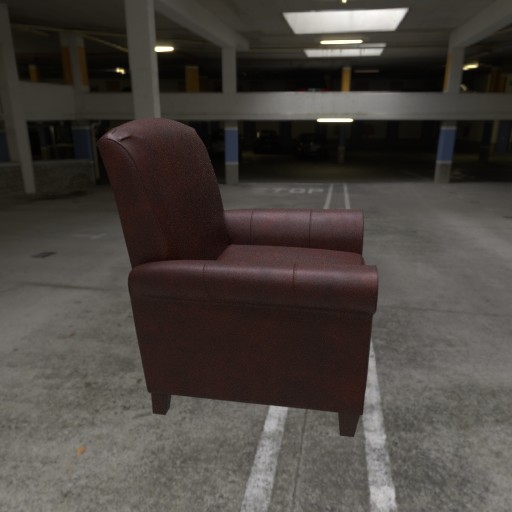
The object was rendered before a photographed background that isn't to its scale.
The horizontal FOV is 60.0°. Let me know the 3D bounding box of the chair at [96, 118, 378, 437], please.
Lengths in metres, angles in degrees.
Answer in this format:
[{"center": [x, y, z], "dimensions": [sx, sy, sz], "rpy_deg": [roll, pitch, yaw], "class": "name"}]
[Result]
[{"center": [0.000, 0.000, 1.784], "dimensions": [0.902, 1.061, 0.978], "rpy_deg": [3, 18, 10], "class": "chair"}]
